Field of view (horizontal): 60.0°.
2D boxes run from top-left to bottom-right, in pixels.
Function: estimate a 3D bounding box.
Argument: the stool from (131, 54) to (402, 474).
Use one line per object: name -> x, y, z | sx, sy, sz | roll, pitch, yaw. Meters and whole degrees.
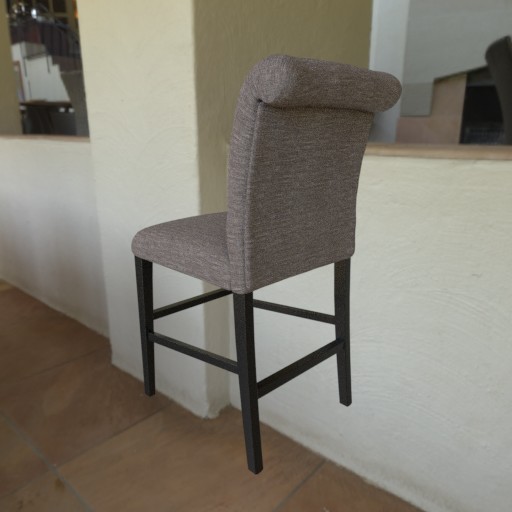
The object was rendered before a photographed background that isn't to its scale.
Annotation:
stool -> 0.000, 0.000, 1.266 | 0.611, 0.970, 0.457 | 15, 22, 43
